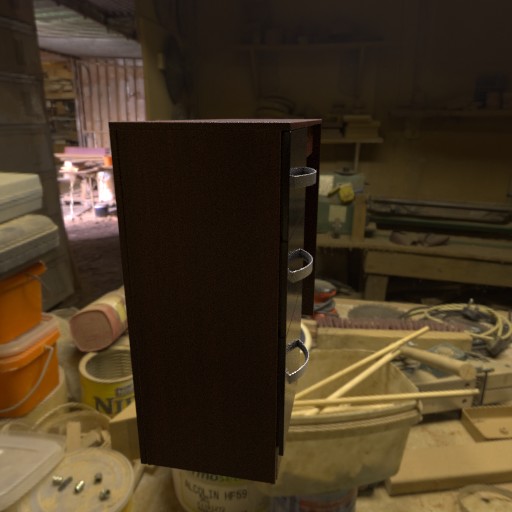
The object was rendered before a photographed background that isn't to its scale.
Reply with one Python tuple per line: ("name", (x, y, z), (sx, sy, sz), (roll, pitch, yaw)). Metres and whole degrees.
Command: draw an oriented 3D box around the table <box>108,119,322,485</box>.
("table", (0.000, 0.000, 1.348), (0.380, 0.790, 0.930), (3, 18, 11))
